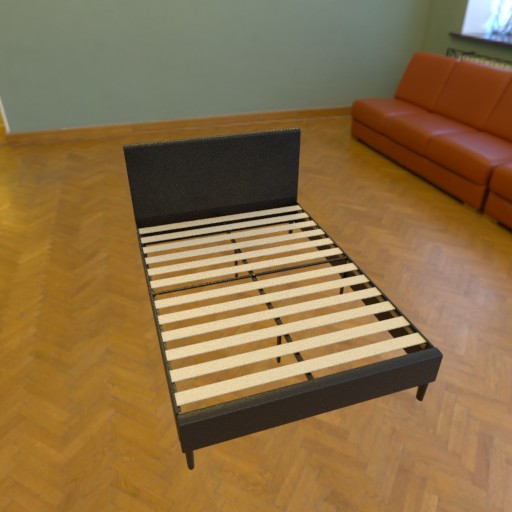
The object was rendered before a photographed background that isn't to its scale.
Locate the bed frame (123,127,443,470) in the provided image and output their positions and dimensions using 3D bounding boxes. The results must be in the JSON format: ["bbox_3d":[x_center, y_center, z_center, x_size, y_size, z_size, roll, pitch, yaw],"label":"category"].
[{"bbox_3d":[0.000,0.000,3.030,1.469,1.046,2.152,-10,34,-15],"label":"bed frame"}]
